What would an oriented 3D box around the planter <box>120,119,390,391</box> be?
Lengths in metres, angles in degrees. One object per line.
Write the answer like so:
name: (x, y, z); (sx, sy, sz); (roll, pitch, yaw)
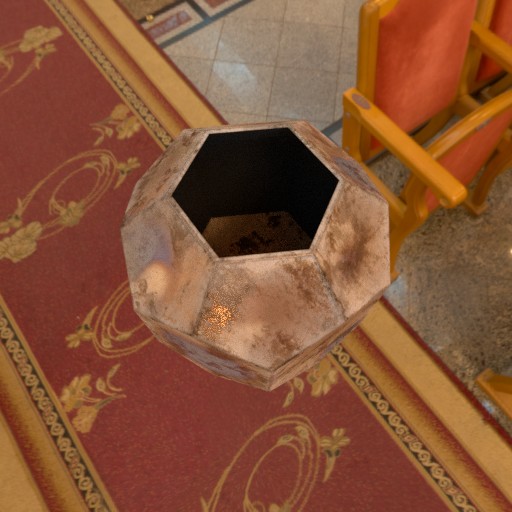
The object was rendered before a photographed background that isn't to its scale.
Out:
planter: (0.000, 0.000, 0.433); (0.243, 0.238, 0.221); (-33, 69, -14)
